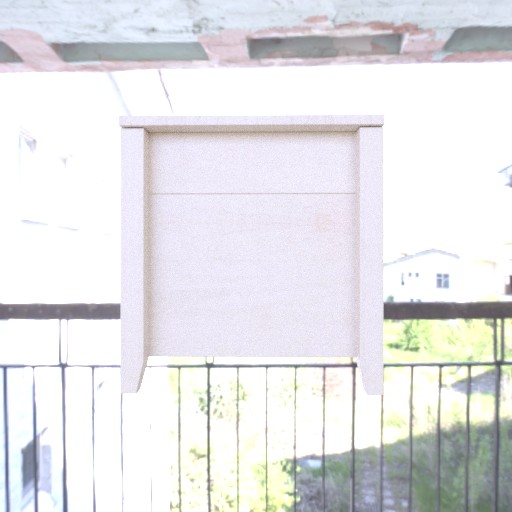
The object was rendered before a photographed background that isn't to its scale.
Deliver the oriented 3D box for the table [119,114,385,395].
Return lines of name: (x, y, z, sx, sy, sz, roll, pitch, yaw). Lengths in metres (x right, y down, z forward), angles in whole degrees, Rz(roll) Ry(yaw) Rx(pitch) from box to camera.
table: (0.000, 0.000, 1.268, 0.457, 0.483, 1.016, 0, 0, 1)
